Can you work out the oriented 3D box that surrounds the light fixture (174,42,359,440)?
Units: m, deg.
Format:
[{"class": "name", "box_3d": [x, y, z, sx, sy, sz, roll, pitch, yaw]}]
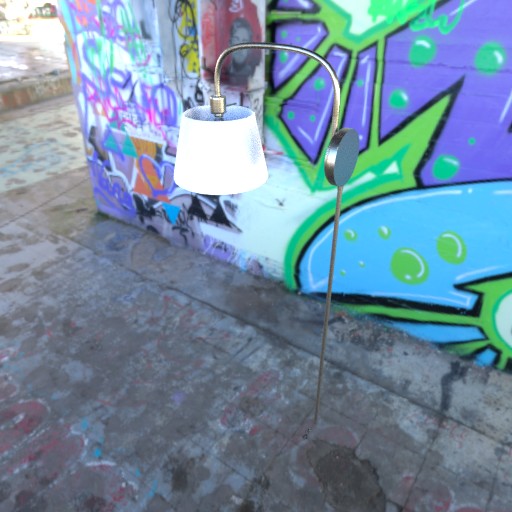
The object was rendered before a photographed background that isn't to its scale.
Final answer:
[{"class": "light fixture", "box_3d": [0.000, 0.000, 0.457, 0.176, 0.399, 0.092, 20, 37, 29]}]
